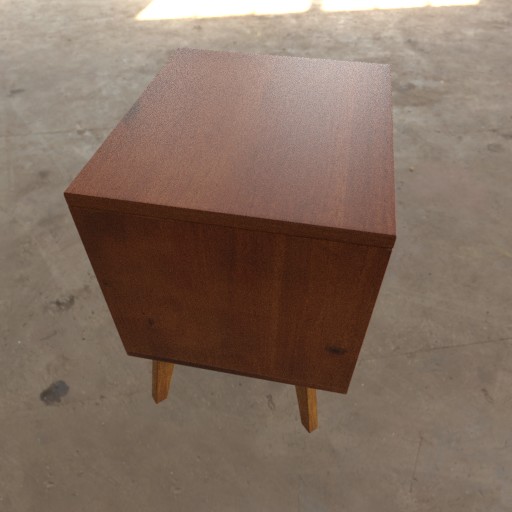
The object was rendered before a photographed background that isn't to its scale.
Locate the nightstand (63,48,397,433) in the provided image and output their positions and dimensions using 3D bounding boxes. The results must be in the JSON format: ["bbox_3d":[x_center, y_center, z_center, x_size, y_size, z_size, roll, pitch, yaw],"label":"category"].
[{"bbox_3d":[0.000,0.000,0.901,0.411,0.618,0.460,8,47,8],"label":"nightstand"}]
